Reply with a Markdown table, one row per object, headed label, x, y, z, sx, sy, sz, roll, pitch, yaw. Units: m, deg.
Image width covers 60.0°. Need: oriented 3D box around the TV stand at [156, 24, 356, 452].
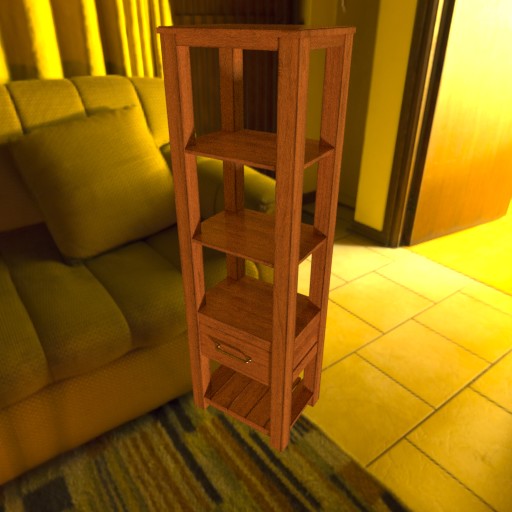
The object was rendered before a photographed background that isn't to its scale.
| label | x | y | z | sx | sy | sz | roll | pitch | yaw |
| --- | --- | --- | --- | --- | --- | --- | --- | --- | --- |
| TV stand | 0.000 | 0.000 | 1.983 | 0.565 | 1.828 | 0.435 | 17 | 33 | 28 |
